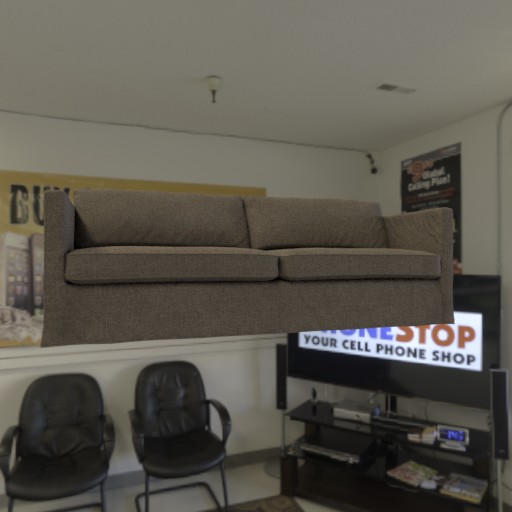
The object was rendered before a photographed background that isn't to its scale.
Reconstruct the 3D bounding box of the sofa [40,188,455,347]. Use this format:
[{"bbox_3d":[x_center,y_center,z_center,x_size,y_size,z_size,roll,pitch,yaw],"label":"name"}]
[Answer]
[{"bbox_3d":[0.000,0.000,3.272,2.779,0.998,1.036,0,0,-18],"label":"sofa"}]
